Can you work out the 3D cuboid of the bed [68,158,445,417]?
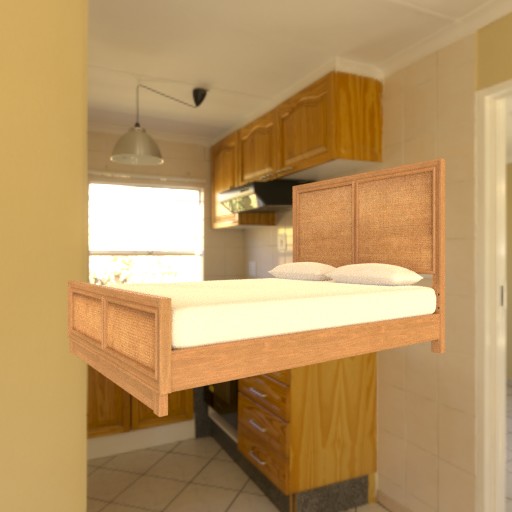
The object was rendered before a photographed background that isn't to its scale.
[{"bbox_3d":[0.000,0.000,3.186,2.184,1.387,1.606,0,0,-36],"label":"bed"}]
